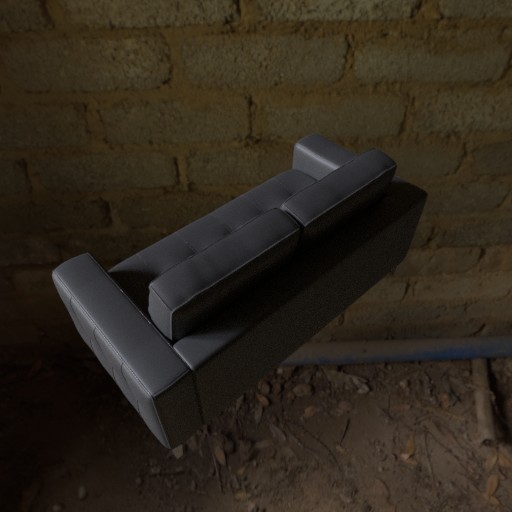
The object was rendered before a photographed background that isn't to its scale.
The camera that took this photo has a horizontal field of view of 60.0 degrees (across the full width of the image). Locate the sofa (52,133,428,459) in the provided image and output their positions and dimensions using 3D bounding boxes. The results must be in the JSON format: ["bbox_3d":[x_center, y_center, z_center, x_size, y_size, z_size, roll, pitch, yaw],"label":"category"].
[{"bbox_3d":[0.000,0.000,2.244,1.726,0.893,0.833,-33,55,-27],"label":"sofa"}]
